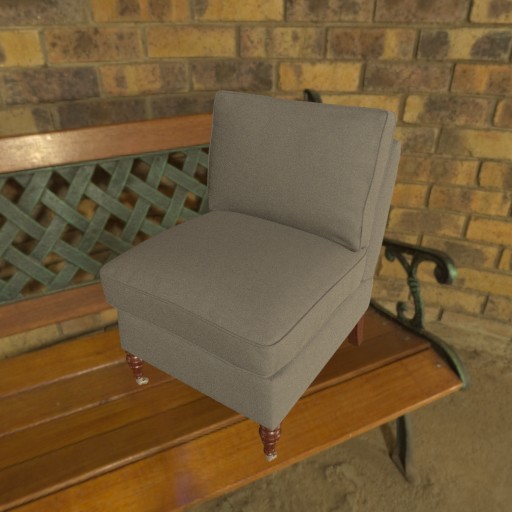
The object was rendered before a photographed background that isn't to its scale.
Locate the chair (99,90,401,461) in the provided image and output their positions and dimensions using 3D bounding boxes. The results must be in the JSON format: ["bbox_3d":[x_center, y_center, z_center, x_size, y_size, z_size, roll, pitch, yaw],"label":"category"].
[{"bbox_3d":[0.000,0.000,1.648,0.724,1.045,0.924,18,35,29],"label":"chair"}]
